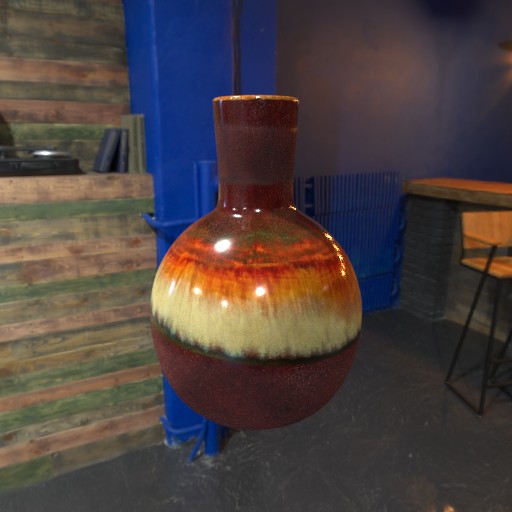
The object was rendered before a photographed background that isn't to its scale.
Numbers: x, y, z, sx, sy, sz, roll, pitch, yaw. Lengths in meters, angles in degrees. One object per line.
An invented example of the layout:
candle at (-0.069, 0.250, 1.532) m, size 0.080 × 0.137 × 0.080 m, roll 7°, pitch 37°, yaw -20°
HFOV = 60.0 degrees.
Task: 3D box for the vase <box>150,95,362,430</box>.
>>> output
vase at (0.000, 0.000, 0.230) m, size 0.111 × 0.154 × 0.111 m, roll 0°, pitch 15°, yaw 0°
